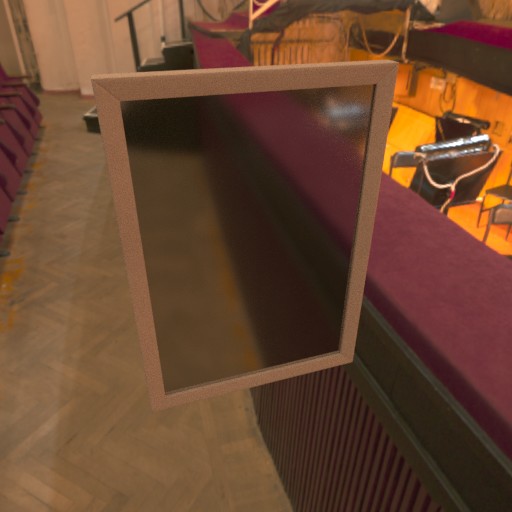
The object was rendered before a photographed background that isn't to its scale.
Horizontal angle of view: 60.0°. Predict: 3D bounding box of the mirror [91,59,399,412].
[{"bbox_3d":[0.000,0.000,0.899,0.507,0.710,0.040,-10,33,-15],"label":"mirror"}]
